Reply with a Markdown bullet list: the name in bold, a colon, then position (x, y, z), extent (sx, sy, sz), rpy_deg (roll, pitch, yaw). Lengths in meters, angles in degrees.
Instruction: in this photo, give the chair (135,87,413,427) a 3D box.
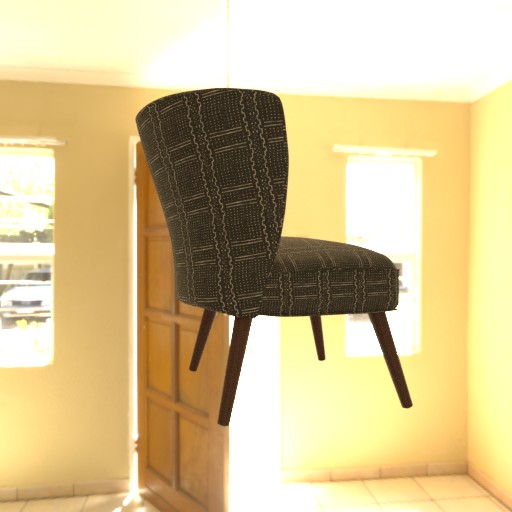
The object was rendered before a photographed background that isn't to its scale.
- **chair**: position (0.000, 0.000, 1.445), extent (0.758, 0.866, 0.710), rpy_deg (0, 0, -16)
